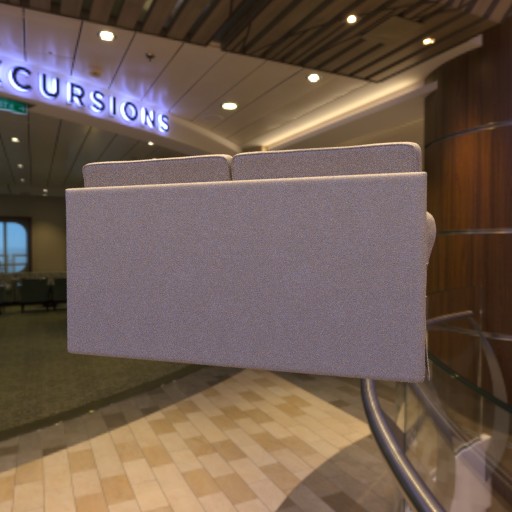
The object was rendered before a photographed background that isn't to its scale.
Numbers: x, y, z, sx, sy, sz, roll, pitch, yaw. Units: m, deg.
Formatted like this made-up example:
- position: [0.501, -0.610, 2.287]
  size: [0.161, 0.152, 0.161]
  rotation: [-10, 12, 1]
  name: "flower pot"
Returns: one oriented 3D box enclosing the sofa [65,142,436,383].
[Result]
- position: [0.000, 0.000, 2.358]
  size: [1.727, 0.940, 0.991]
  rotation: [0, 1, 17]
  name: "sofa"
